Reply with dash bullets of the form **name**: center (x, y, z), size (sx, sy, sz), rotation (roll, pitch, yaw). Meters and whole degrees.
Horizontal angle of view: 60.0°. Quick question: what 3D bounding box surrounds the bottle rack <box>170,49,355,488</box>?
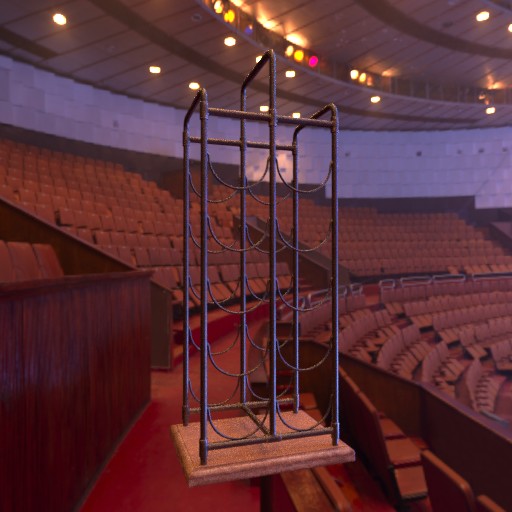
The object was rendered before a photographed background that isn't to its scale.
- **bottle rack**: center (0.000, 0.000, 0.791), size (0.276, 0.680, 0.208), rotation (0, -1, -18)
